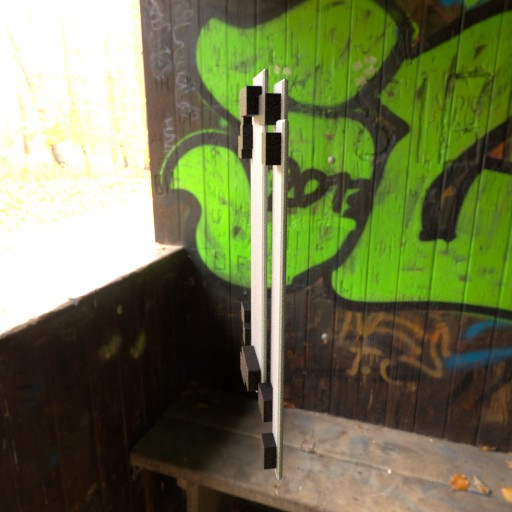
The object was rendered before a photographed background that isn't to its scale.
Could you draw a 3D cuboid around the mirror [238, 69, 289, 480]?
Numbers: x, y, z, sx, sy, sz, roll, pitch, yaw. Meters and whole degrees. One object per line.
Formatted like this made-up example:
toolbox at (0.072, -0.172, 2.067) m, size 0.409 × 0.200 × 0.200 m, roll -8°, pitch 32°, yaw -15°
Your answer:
mirror at (0.000, 0.000, 0.814) m, size 0.058 × 0.611 × 0.445 m, roll -2°, pitch 16°, yaw -8°
